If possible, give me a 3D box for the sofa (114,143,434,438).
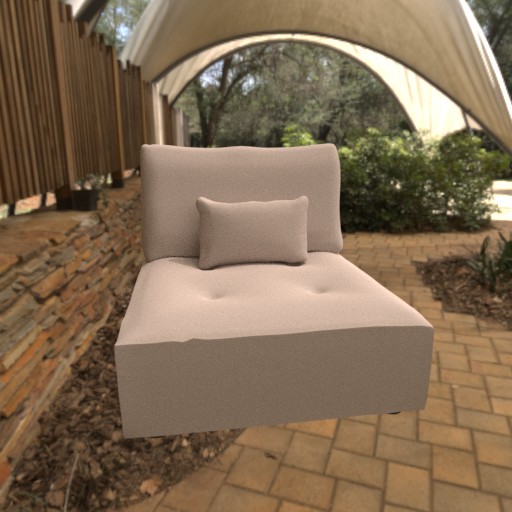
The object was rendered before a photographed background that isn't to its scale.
[{"bbox_3d":[0.000,0.000,1.702,0.935,0.828,1.000,-2,15,-9],"label":"sofa"}]
